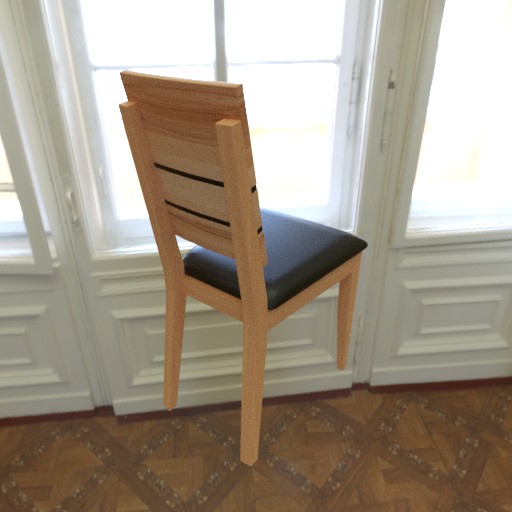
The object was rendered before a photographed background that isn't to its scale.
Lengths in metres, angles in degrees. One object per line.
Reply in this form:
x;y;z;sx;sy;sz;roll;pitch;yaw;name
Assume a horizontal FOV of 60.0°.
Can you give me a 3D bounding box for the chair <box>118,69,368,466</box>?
0.000;0.000;1.178;0.410;0.940;0.520;21;35;32;chair
